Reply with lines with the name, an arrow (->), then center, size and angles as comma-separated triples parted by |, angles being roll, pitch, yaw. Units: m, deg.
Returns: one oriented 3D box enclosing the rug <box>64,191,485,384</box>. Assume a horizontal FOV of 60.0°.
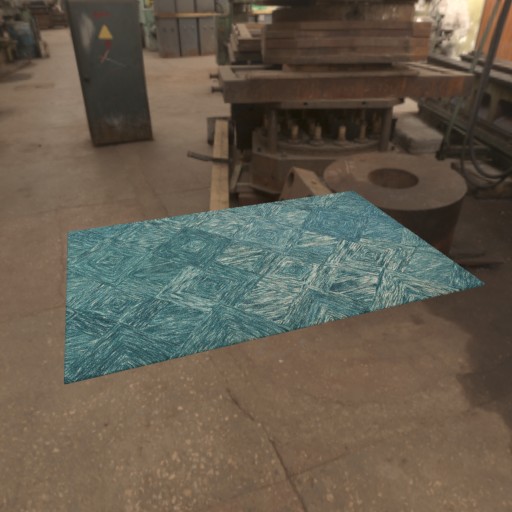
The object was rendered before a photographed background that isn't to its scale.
rug -> 0.000, 0.000, 2.834 | 2.277, 0.015, 1.490 | -10, 32, -17
